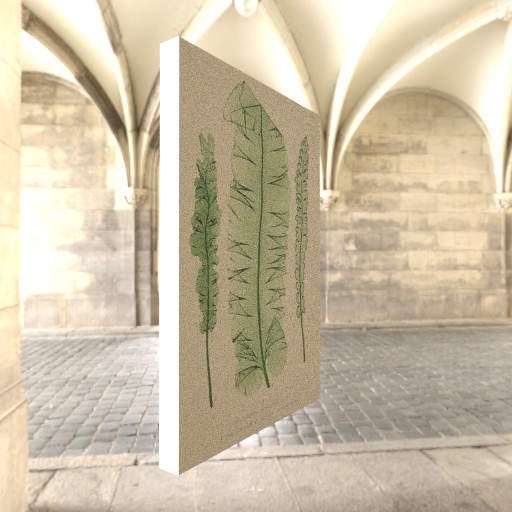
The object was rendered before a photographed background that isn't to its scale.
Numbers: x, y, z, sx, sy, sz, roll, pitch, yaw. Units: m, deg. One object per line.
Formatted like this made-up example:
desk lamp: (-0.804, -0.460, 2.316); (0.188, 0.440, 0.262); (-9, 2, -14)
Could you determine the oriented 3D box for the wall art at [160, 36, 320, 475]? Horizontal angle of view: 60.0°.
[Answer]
wall art: (0.000, 0.000, 0.795); (0.038, 0.608, 0.418); (0, -1, 36)
